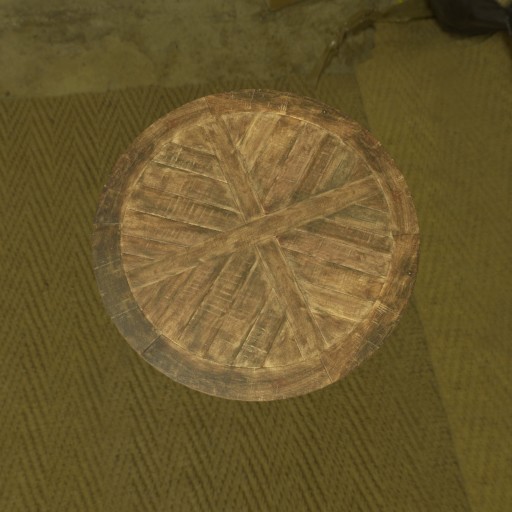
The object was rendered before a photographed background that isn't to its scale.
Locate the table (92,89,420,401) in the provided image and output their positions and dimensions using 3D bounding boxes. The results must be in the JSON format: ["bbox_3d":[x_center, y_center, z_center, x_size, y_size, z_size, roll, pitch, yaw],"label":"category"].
[{"bbox_3d":[0.000,0.000,2.077,1.264,0.762,1.264,0,74,0],"label":"table"}]
